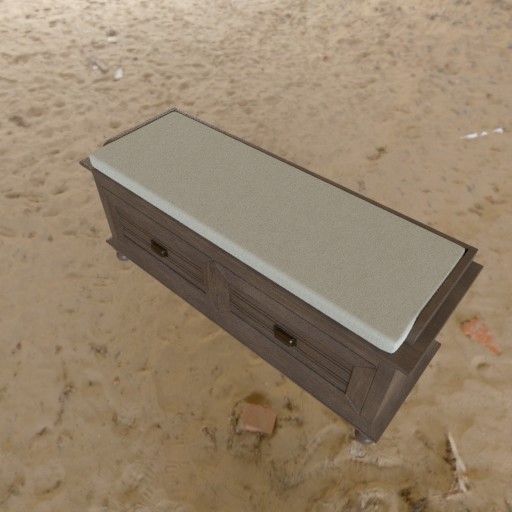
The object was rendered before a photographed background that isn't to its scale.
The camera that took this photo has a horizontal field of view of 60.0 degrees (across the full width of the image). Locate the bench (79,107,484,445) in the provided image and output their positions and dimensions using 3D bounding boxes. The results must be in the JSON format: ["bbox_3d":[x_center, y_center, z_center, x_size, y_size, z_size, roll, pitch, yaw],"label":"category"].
[{"bbox_3d":[0.000,0.000,1.435,1.185,0.501,0.402,32,54,27],"label":"bench"}]
